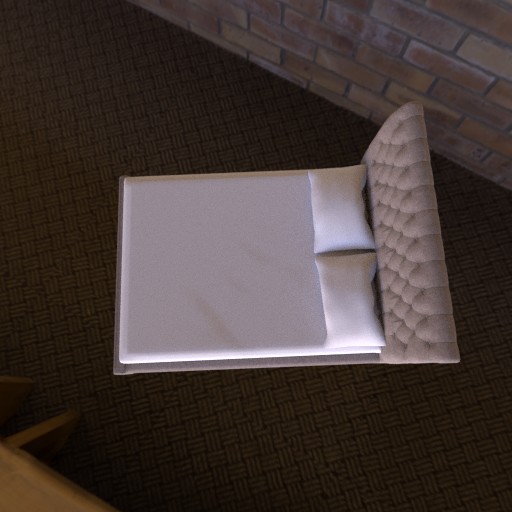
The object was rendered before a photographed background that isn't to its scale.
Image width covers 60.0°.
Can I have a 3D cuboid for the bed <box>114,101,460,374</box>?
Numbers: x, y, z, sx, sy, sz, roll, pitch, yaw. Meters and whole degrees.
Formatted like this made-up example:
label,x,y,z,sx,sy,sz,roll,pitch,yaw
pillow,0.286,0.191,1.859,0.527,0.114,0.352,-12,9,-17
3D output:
label,x,y,z,sx,sy,sz,roll,pitch,yaw
bed,0.000,0.000,3.309,2.252,1.371,1.645,-2,76,-1
